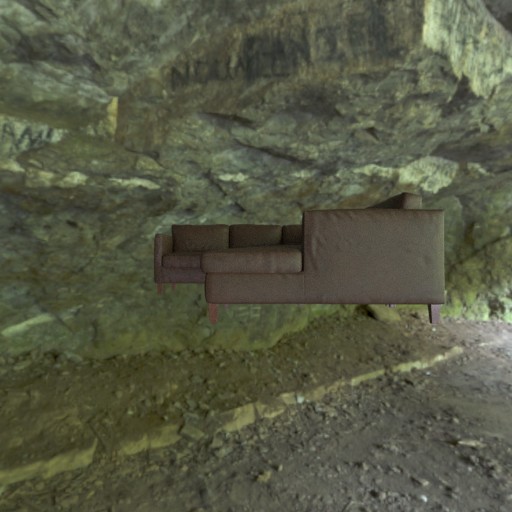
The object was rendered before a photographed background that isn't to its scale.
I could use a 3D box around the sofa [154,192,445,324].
[{"bbox_3d":[0.000,0.000,4.617,2.593,0.923,3.460,0,0,1],"label":"sofa"}]
